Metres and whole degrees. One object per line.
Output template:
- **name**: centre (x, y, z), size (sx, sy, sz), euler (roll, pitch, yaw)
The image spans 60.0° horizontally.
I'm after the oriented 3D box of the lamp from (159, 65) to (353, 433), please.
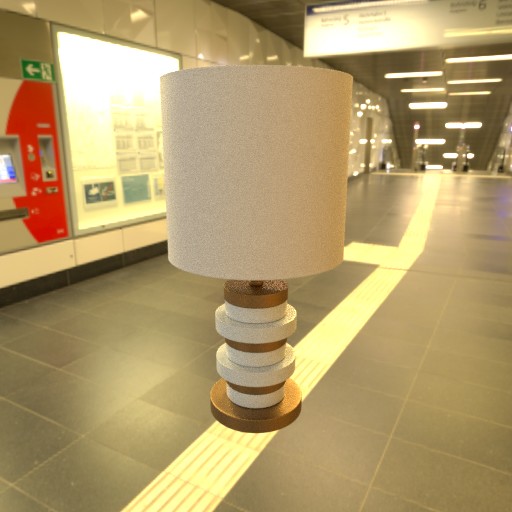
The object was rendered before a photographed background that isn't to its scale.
- **lamp**: centre (0.000, 0.000, 0.540), size (0.210, 0.410, 0.210), euler (3, 15, 10)
